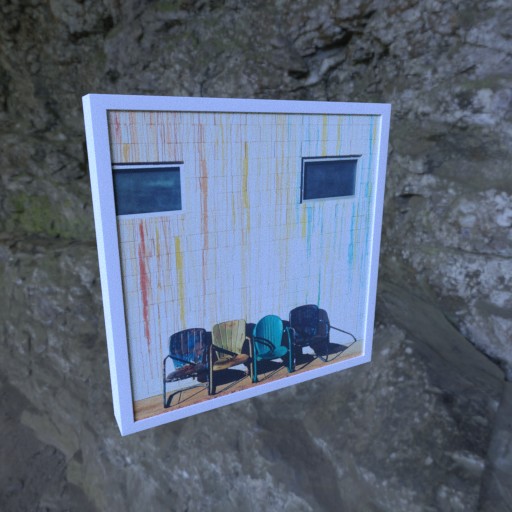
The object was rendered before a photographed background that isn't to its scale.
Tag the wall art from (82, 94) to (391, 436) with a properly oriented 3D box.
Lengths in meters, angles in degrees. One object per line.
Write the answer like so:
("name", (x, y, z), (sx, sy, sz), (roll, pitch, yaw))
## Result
("wall art", (0.000, 0.000, 0.460), (0.305, 0.305, 0.038), (-8, 18, -26))
